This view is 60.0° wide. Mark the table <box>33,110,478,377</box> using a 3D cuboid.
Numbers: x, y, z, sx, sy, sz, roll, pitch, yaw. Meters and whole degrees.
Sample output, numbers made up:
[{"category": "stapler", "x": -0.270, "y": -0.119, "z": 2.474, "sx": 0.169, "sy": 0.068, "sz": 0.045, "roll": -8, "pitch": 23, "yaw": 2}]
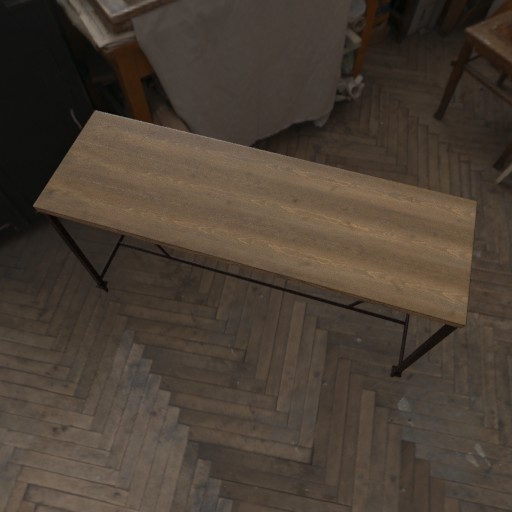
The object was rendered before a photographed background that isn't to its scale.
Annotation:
[{"category": "table", "x": 0.000, "y": 0.000, "z": 2.173, "sx": 1.700, "sy": 0.902, "sz": 0.551, "roll": 15, "pitch": 63, "yaw": 8}]
